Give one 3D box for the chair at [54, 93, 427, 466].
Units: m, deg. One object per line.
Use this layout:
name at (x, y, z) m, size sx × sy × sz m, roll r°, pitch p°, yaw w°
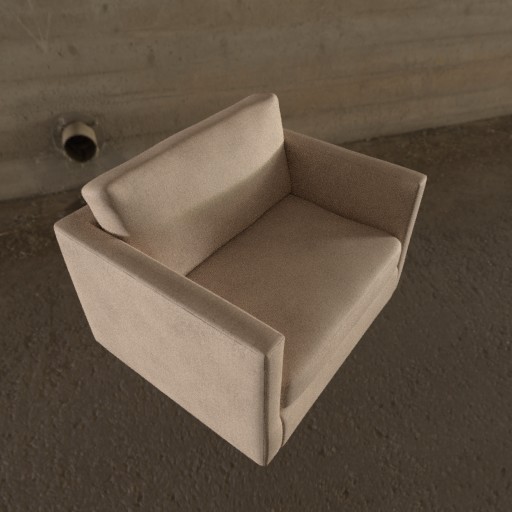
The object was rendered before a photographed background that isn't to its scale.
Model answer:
chair at (0.000, 0.000, 1.821) m, size 0.959 × 0.961 × 1.133 m, roll 26°, pitch 48°, yaw 27°
